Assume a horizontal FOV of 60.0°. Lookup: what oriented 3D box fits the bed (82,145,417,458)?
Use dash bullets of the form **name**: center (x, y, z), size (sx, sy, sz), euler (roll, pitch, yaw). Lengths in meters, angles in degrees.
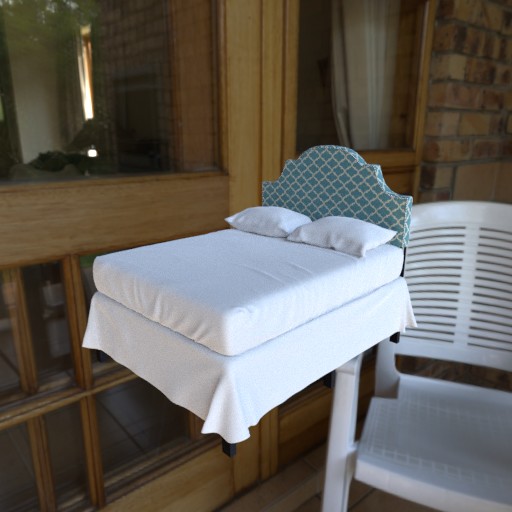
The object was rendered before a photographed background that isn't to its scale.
- **bed**: center (0.000, 0.000, 3.453), size (1.780, 1.633, 2.222), euler (15, 21, 42)
